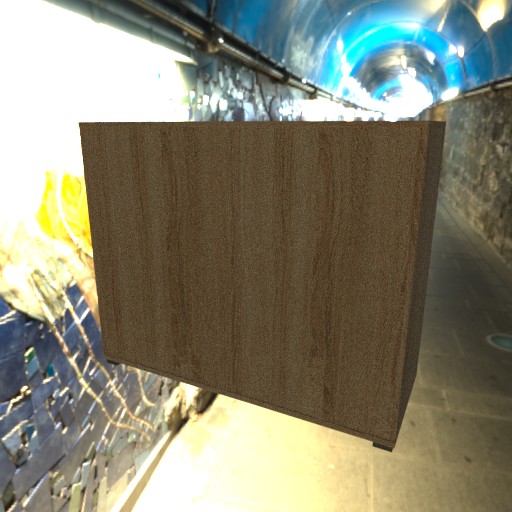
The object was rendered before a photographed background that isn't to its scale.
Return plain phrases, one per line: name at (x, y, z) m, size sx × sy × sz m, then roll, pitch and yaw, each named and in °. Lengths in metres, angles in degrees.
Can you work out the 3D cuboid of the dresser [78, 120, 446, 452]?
dresser at (0.000, 0.000, 1.551) m, size 1.100 × 0.900 × 0.450 m, roll 8°, pitch 18°, yaw 26°
